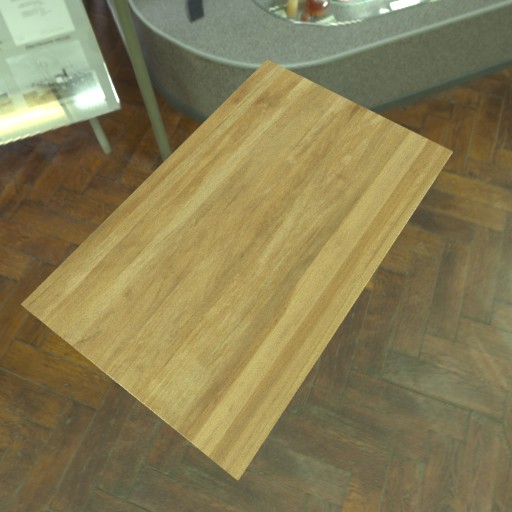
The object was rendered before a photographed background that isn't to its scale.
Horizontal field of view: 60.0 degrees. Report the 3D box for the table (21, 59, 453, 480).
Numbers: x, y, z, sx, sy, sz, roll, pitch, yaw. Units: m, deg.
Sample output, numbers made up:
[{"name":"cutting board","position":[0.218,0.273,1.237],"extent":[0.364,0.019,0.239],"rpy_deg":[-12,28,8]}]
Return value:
[{"name":"table","position":[0.000,0.000,1.439],"extent":[0.692,0.441,1.100],"rpy_deg":[33,68,15]}]
